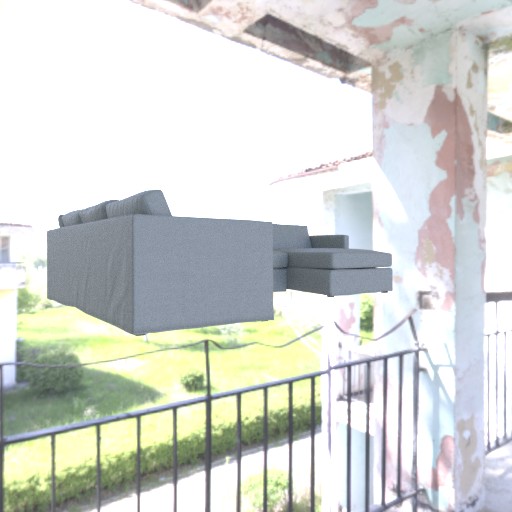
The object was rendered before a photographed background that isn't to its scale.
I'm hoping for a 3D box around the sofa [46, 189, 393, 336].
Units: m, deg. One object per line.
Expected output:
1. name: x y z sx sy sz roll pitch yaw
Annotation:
1. sofa: 0.000 0.000 4.476 3.460 0.882 2.427 0 1 -36
